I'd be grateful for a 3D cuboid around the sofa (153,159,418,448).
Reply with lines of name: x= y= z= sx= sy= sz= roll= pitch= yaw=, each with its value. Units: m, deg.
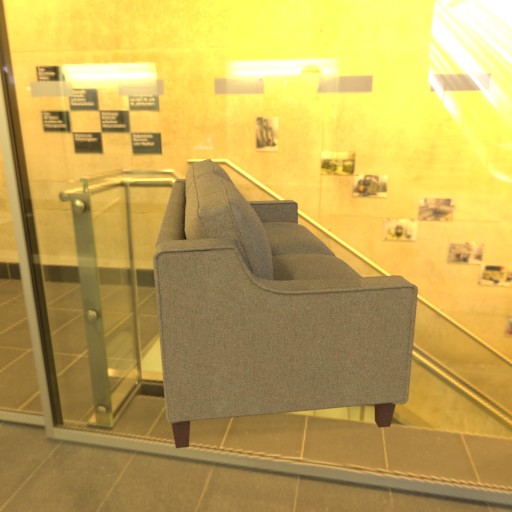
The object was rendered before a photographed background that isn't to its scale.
sofa: x=0.000 y=0.000 z=2.787 sx=1.073 sy=1.074 sz=2.181 roll=-2 pitch=17 yaw=-8
